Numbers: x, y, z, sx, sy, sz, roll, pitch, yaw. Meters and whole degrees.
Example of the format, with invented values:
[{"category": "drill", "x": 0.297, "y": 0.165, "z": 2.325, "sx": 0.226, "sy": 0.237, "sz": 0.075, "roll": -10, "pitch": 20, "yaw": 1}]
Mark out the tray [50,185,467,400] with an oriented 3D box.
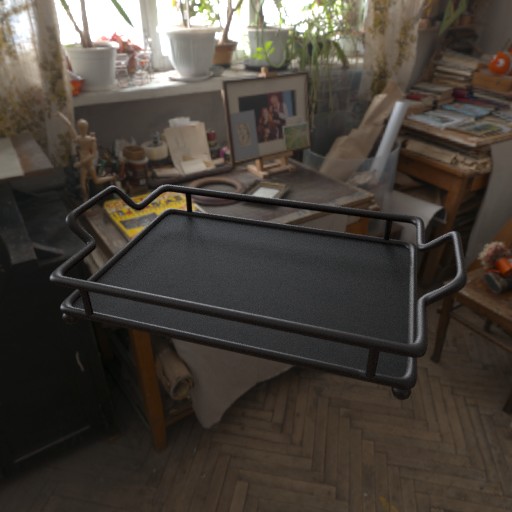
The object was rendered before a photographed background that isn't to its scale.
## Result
[{"category": "tray", "x": 0.000, "y": 0.000, "z": 0.589, "sx": 0.495, "sy": 0.101, "sz": 0.297, "roll": 9, "pitch": 33, "yaw": 15}]
